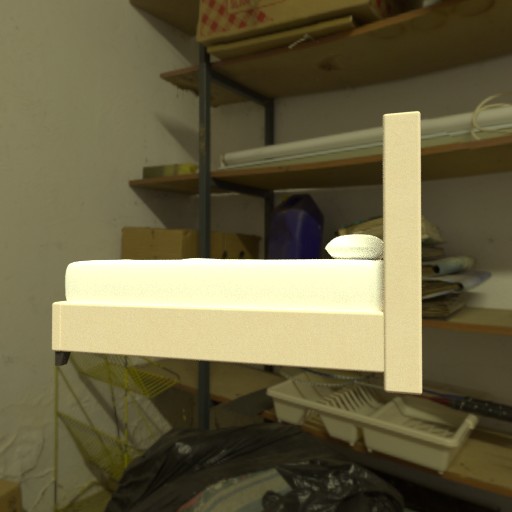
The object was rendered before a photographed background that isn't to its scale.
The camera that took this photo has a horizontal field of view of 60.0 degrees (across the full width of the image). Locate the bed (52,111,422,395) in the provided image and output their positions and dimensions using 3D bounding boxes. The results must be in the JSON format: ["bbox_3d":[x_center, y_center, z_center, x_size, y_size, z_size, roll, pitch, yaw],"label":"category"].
[{"bbox_3d":[0.000,0.000,3.451,2.293,1.471,1.778,0,-1,16],"label":"bed"}]
